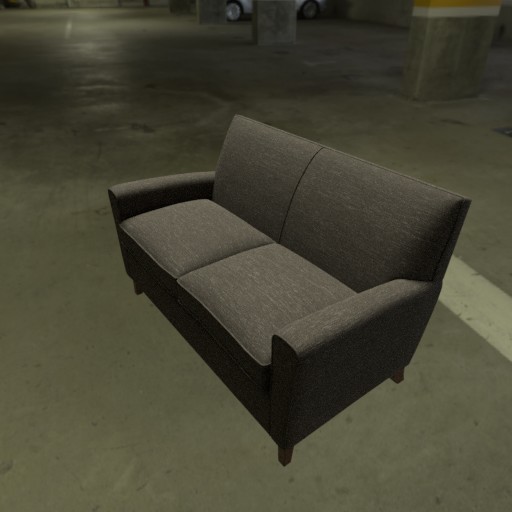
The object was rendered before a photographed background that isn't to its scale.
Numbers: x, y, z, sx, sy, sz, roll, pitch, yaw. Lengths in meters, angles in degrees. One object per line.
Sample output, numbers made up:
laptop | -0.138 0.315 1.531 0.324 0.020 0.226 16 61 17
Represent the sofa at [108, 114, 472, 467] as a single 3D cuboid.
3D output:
sofa | 0.000 0.000 2.076 0.867 0.905 1.509 -21 38 -30
